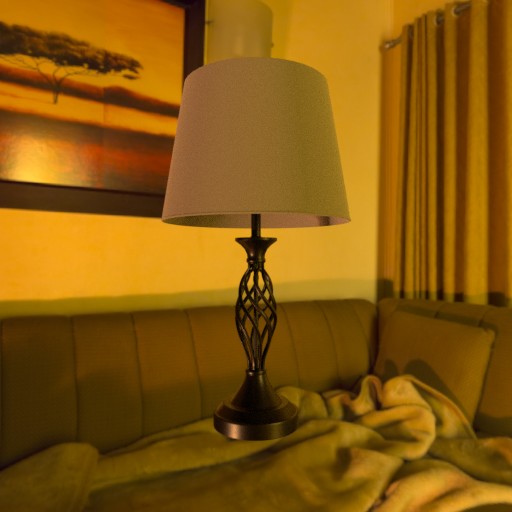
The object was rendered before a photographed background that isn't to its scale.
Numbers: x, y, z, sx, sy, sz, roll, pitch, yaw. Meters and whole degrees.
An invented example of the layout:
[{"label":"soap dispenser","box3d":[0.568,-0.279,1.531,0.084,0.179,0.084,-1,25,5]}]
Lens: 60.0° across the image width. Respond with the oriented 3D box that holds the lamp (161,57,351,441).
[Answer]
[{"label":"lamp","box3d":[0.000,0.000,0.787,0.331,0.594,0.331,0,0,0]}]
